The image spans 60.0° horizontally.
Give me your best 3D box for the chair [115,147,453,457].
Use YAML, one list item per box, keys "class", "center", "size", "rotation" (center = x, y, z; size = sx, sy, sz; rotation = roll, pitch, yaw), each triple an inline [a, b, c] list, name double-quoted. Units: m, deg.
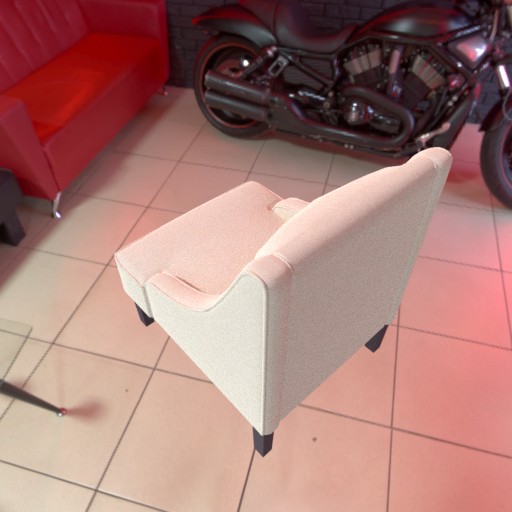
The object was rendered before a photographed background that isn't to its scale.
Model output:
- class: "chair"
  center: [0.000, 0.000, 1.492]
  size: [0.689, 0.886, 0.806]
  rotation: [-33, 54, -28]
